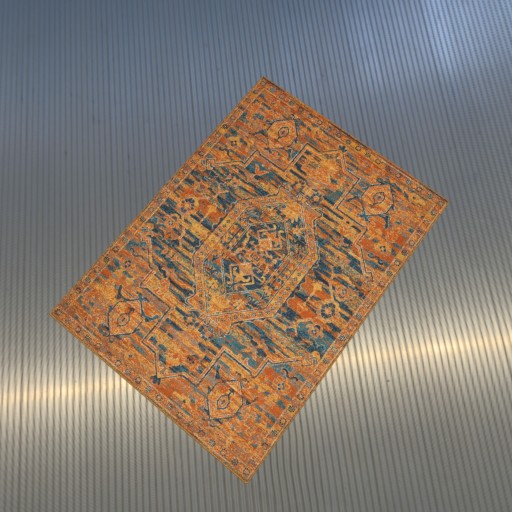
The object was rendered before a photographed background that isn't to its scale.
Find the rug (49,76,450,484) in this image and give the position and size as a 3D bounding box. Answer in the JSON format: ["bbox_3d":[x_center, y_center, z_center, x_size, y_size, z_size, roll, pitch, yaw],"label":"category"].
[{"bbox_3d":[0.000,0.000,2.883,1.588,0.024,2.204,37,78,9],"label":"rug"}]
